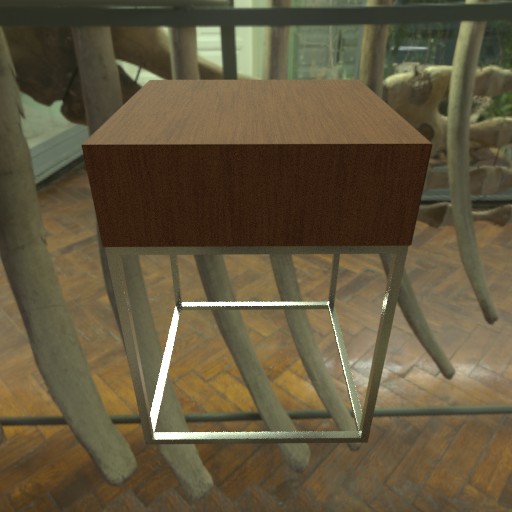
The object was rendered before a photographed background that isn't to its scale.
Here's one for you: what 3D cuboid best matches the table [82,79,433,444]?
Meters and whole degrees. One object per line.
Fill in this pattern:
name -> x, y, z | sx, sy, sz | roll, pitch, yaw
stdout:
table -> 0.000, 0.000, 0.812 | 0.398, 0.540, 0.397 | 0, 32, 0
